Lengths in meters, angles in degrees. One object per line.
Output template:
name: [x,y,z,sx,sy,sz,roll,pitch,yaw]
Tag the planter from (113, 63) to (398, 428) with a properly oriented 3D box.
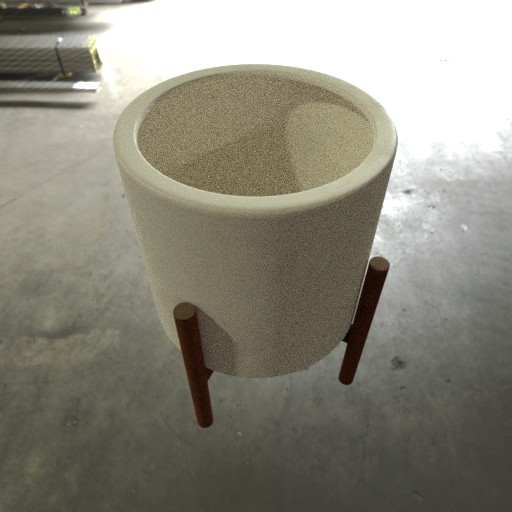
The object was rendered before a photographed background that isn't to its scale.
planter: [0.000,0.000,0.872,0.421,0.581,0.420,-11,47,-10]
